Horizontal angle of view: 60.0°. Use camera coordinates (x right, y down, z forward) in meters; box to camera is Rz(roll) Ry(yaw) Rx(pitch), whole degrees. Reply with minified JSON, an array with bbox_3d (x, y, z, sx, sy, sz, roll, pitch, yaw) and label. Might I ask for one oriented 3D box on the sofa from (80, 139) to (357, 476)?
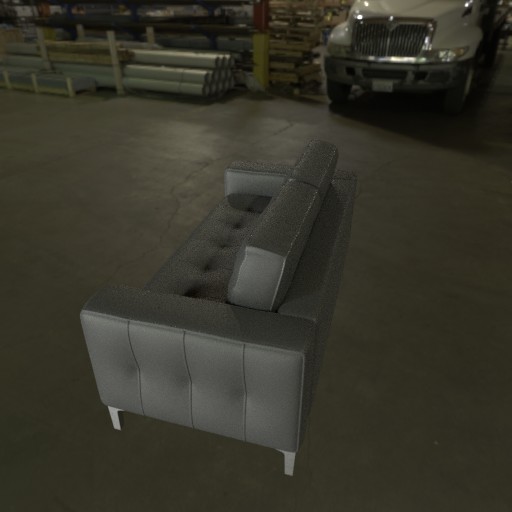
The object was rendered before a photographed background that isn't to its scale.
[{"bbox_3d":[0.000,0.000,2.238,0.833,0.893,1.726,8,32,14],"label":"sofa"}]
